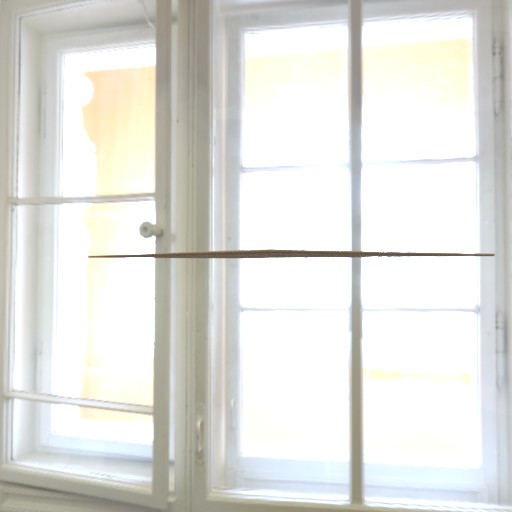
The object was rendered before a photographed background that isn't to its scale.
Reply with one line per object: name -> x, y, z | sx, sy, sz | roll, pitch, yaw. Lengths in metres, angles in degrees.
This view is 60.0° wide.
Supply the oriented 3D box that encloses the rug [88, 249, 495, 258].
rug -> 0.000, 0.000, 2.871 | 1.528, 0.014, 2.294 | 1, -1, -35
